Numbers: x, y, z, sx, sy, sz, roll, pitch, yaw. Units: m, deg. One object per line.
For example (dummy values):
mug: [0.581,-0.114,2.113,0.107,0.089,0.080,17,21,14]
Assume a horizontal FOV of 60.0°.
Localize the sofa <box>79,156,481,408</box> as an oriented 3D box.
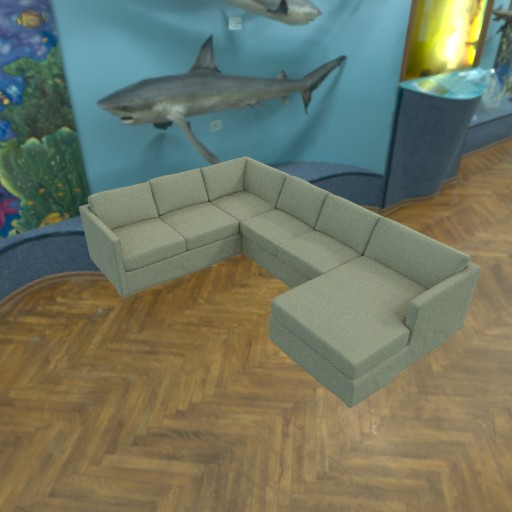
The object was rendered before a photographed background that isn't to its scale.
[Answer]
sofa: [0.000,0.000,4.564,2.427,0.882,3.460,-22,37,-31]
